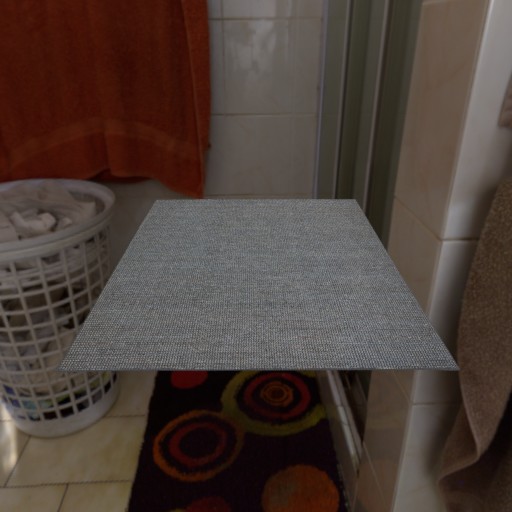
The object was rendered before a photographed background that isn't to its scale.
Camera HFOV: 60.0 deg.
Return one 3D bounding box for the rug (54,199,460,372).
[{"bbox_3d":[0.000,0.000,4.041,2.456,0.021,3.068,0,27,0],"label":"rug"}]
